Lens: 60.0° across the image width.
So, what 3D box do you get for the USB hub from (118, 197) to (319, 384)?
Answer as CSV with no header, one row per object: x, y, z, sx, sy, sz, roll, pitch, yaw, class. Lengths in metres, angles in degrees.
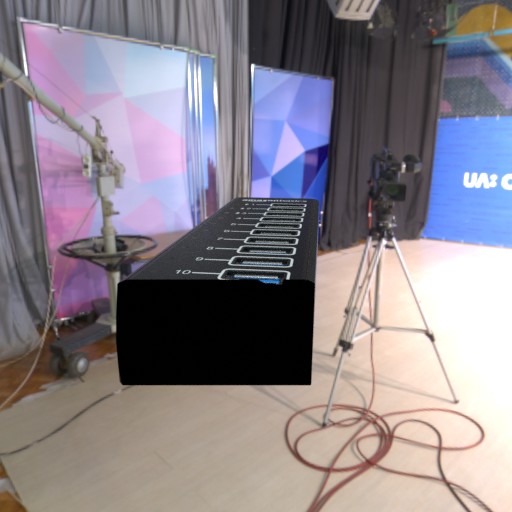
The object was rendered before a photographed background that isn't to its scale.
0.000,0.000,0.162,0.044,0.023,0.145,2,16,8,USB hub
